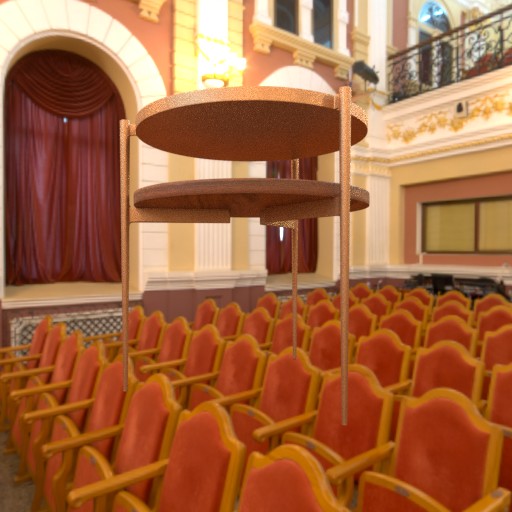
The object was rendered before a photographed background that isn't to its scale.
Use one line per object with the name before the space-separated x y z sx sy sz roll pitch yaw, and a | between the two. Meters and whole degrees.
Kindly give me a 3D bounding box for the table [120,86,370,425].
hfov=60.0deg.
table | 0.000 0.000 0.826 0.430 0.493 0.456 0 1 -36
